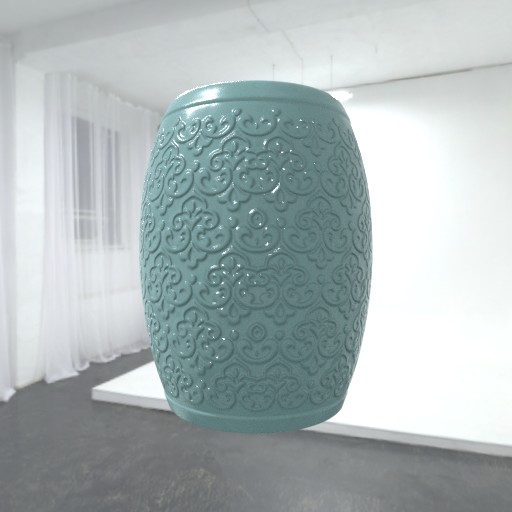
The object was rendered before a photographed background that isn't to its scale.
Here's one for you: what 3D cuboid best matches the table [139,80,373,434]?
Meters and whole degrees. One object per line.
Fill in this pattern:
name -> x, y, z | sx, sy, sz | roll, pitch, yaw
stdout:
table -> 0.000, 0.000, 0.607 | 0.309, 0.397, 0.309 | 0, 1, 0
